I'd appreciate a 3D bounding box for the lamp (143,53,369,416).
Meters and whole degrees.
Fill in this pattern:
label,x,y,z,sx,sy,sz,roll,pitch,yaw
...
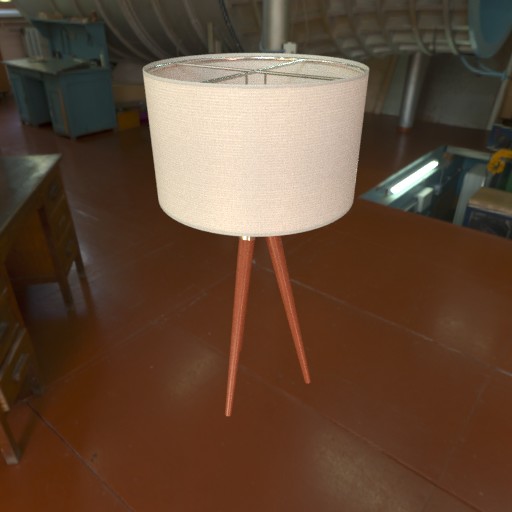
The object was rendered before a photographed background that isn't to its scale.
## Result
label,x,y,z,sx,sy,sz,roll,pitch,yaw
lamp,0.000,0.000,0.890,0.355,0.709,0.354,-8,32,-14
